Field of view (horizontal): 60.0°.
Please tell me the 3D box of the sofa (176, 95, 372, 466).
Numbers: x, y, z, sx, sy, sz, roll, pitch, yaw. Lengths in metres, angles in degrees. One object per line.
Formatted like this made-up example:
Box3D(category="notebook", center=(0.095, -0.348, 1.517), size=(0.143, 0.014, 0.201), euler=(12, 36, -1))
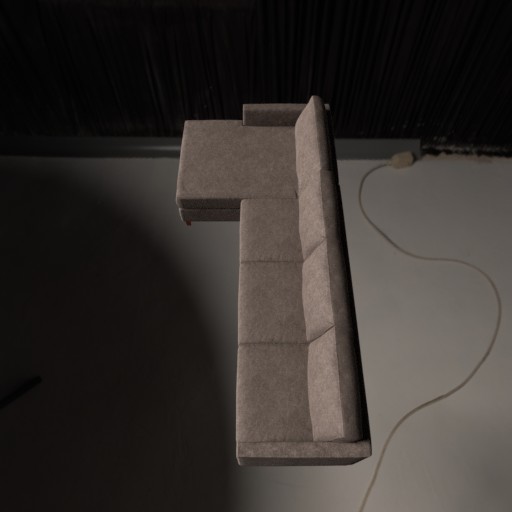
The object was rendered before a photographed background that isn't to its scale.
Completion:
Box3D(category="sofa", center=(0.000, 0.000, 4.082), size=(1.606, 0.954, 3.471), euler=(0, 60, 0))
